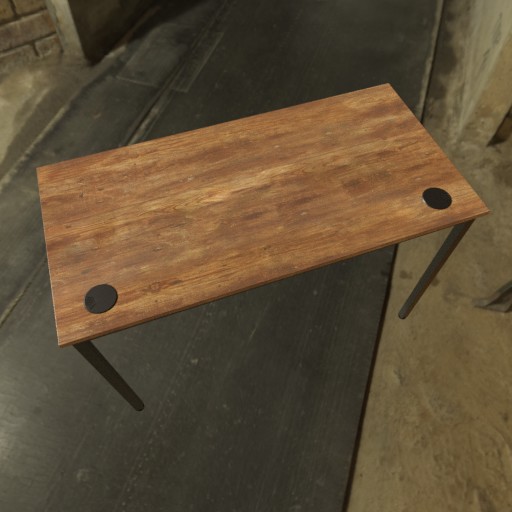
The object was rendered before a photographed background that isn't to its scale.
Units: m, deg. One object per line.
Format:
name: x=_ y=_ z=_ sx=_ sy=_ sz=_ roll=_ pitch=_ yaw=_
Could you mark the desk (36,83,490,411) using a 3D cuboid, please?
desk: x=0.000 y=0.000 z=1.615 sx=1.200 sy=0.749 sz=0.600 roll=-17 pitch=59 yaw=-10
